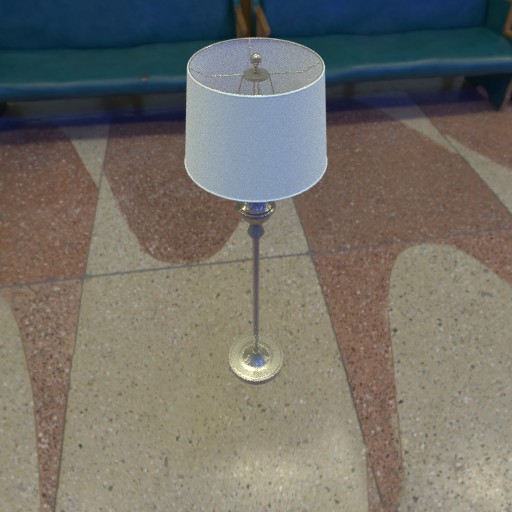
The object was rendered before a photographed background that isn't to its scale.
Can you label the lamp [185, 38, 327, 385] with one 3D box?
[{"bbox_3d":[0.000,0.000,1.661,0.431,1.488,0.431,0,46,0],"label":"lamp"}]
